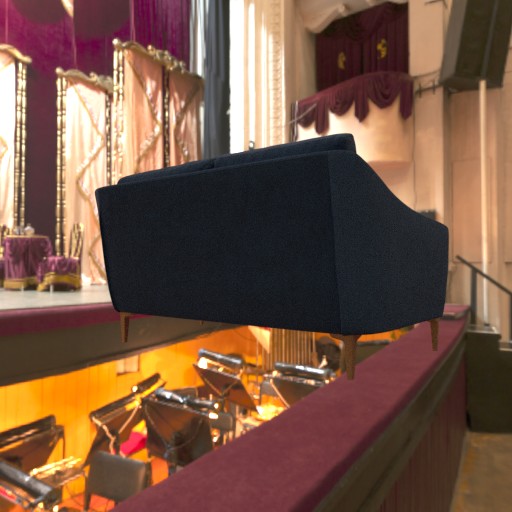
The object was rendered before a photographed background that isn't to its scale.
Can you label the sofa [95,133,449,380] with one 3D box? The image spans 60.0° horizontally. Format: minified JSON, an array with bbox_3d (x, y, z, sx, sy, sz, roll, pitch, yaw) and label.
[{"bbox_3d":[0.000,0.000,2.210,1.619,0.902,0.960,-1,-1,36],"label":"sofa"}]
